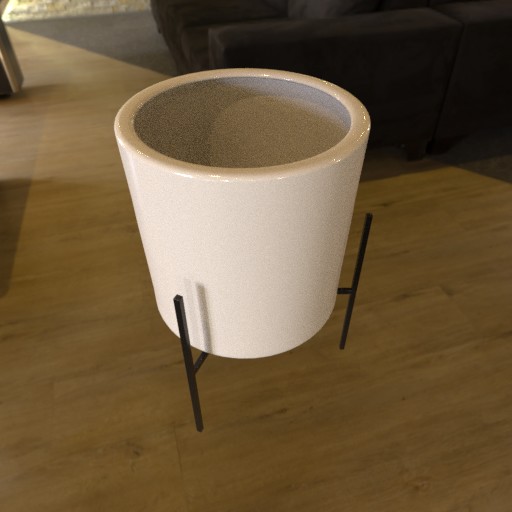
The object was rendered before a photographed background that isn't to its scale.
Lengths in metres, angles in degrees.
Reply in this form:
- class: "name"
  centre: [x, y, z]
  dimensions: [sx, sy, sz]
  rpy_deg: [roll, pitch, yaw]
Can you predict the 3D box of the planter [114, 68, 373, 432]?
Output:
- class: "planter"
  centre: [0.000, 0.000, 0.633]
  dimensions: [0.308, 0.431, 0.307]
  rpy_deg: [0, 42, 0]
